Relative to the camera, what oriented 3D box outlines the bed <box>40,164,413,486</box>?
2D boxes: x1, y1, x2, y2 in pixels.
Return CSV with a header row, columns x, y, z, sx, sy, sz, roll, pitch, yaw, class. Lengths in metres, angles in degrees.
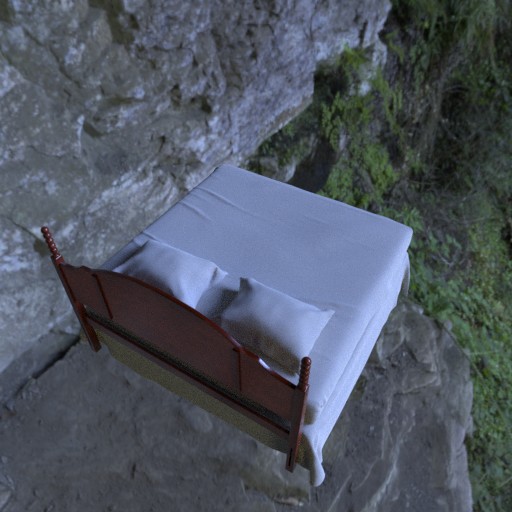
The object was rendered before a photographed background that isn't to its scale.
x,y,z,sx,sy,sz,roll,pitch,yaw,class
0.000,0.000,3.592,2.322,1.355,2.219,23,49,22,bed
